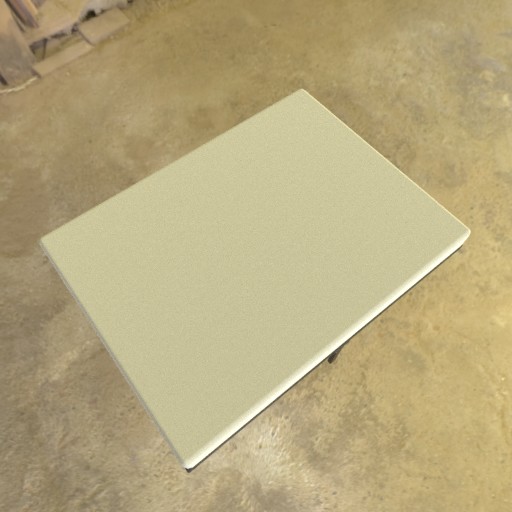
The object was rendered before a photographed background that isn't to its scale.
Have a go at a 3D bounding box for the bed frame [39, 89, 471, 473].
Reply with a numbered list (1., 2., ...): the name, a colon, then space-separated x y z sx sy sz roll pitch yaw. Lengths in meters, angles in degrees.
1. bed frame: 0.000 0.000 3.599 2.635 0.680 1.990 -35 67 -17
